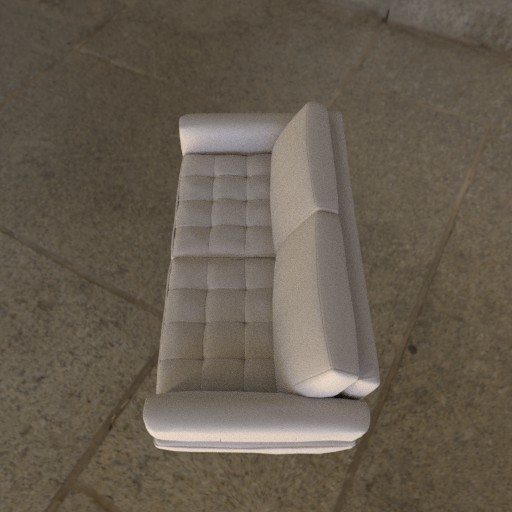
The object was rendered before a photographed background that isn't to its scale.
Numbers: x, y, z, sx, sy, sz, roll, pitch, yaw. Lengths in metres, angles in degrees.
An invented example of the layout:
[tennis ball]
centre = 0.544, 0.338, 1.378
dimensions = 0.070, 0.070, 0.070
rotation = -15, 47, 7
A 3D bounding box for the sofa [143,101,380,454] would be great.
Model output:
[sofa]
centre = 0.000, 0.000, 2.713
dimensions = 1.121, 0.930, 2.177
rotation = 0, 59, 0
